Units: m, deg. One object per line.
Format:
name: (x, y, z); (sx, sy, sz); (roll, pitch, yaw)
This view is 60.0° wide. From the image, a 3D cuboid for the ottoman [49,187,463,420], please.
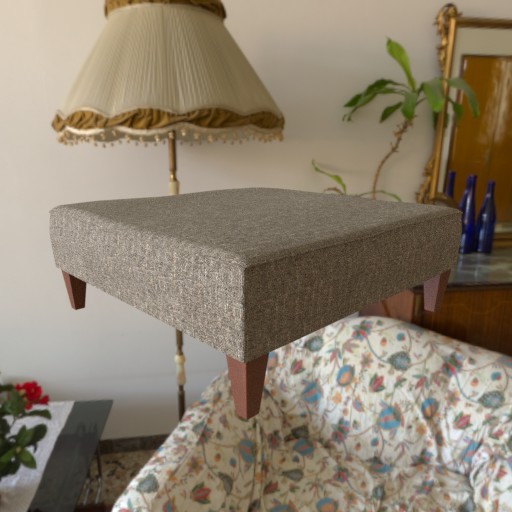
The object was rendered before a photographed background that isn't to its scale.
ottoman: (0.000, 0.000, 1.508); (1.016, 0.379, 0.981); (-14, 20, -42)
